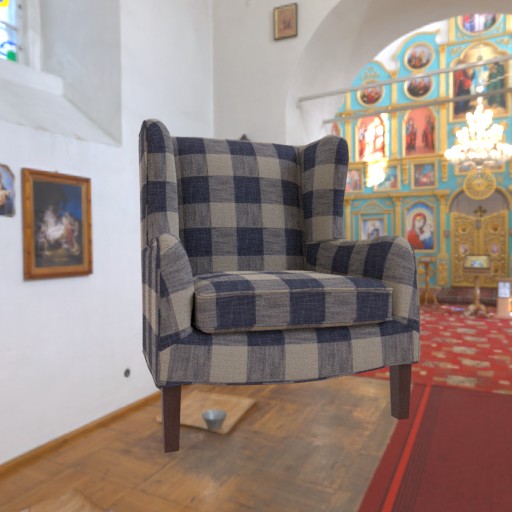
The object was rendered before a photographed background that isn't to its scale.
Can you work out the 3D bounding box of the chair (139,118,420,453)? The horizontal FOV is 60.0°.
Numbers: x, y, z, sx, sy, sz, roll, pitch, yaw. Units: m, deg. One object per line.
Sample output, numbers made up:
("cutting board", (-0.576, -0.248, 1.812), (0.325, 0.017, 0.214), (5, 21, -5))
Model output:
("chair", (0.000, 0.000, 1.683), (0.830, 1.041, 0.889), (0, 1, -18))
